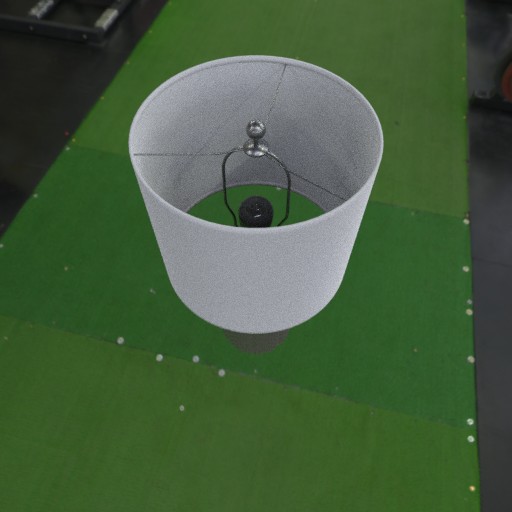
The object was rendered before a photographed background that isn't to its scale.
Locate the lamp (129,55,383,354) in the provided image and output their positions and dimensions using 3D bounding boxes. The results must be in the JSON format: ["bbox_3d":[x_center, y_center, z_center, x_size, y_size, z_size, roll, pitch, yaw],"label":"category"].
[{"bbox_3d":[0.000,0.000,0.514,0.203,0.389,0.203,14,58,9],"label":"lamp"}]
